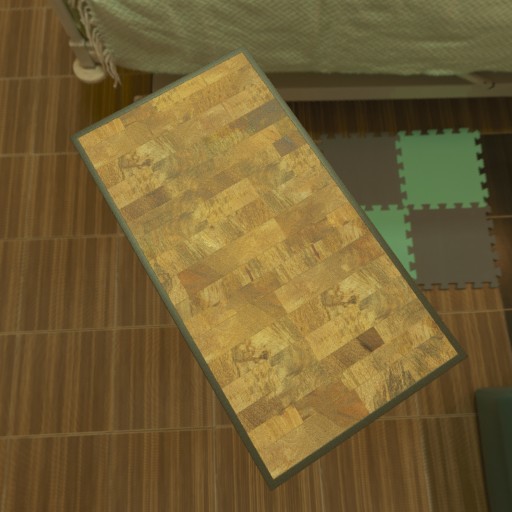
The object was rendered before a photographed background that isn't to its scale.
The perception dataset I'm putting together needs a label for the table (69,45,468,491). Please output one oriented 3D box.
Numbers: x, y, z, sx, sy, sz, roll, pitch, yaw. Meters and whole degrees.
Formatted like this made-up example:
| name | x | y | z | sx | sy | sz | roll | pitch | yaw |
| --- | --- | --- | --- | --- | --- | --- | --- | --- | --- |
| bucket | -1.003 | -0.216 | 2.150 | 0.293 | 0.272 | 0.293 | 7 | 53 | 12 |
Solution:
| name | x | y | z | sx | sy | sz | roll | pitch | yaw |
| --- | --- | --- | --- | --- | --- | --- | --- | --- | --- |
| table | 0.000 | 0.000 | 1.508 | 0.649 | 0.398 | 1.199 | -31 | 78 | -8 |
